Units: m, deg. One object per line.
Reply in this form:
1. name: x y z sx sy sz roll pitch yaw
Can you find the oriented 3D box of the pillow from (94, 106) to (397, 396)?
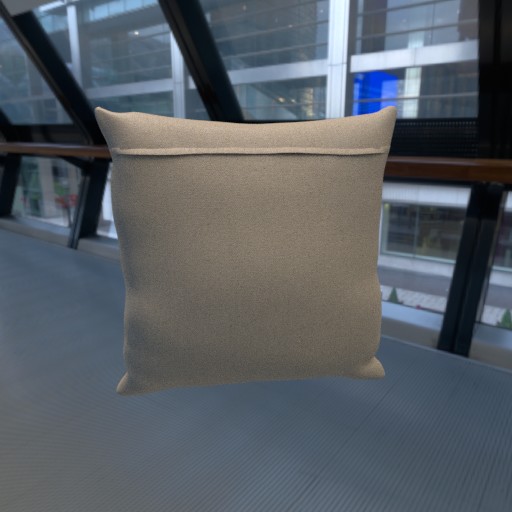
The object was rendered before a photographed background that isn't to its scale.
1. pillow: 0.000 0.000 0.677 0.440 0.441 0.182 -2 14 -9
